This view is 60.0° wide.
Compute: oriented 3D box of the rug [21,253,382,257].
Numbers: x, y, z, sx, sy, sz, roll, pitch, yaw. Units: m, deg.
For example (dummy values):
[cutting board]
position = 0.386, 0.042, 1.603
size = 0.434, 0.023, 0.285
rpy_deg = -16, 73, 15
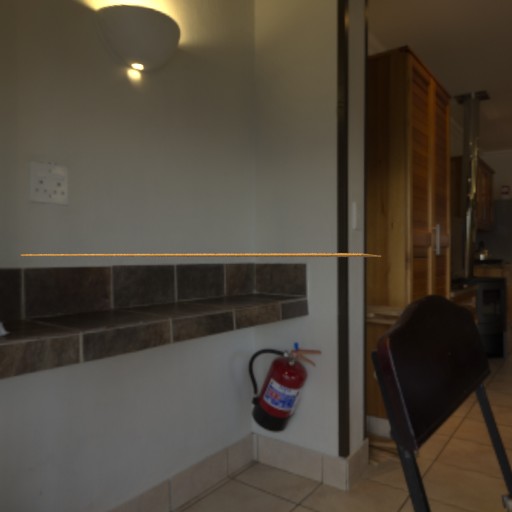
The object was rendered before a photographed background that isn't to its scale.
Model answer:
[rug]
position = 0.000, 0.000, 2.919
size = 1.525, 0.007, 2.336
rpy_deg = 0, 0, 18
